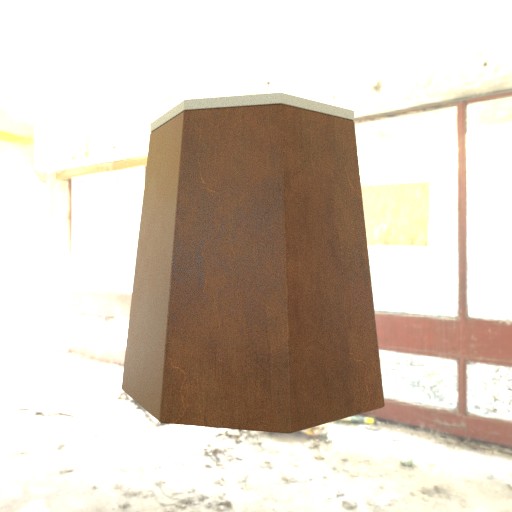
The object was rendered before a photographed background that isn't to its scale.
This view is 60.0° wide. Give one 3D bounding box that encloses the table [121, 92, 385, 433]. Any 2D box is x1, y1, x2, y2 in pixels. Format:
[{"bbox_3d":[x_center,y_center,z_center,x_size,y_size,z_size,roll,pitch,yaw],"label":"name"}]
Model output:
[{"bbox_3d":[0.000,0.000,0.799,0.439,0.457,0.439,0,0,-35],"label":"table"}]
